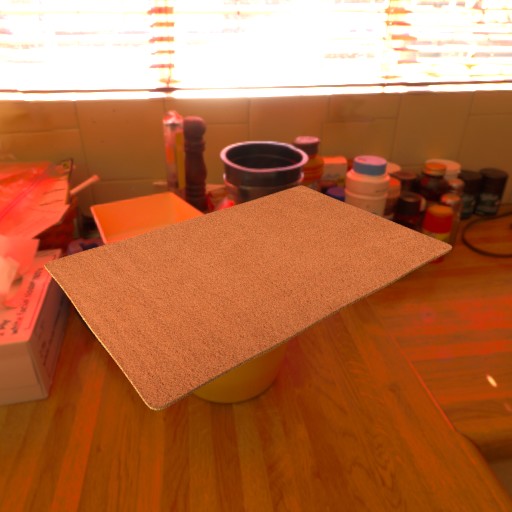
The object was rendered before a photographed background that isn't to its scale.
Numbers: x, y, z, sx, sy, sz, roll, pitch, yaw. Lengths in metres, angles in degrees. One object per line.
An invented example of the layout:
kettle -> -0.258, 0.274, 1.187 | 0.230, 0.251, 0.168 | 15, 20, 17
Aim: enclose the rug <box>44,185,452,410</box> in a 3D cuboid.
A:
rug -> 0.000, 0.000, 3.484 | 2.700, 0.024, 1.801 | -21, 36, -33
